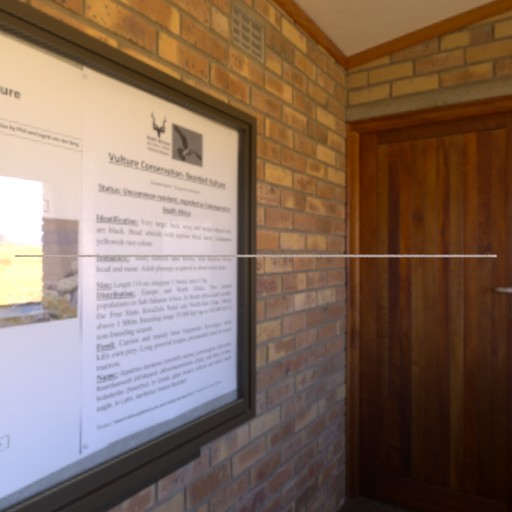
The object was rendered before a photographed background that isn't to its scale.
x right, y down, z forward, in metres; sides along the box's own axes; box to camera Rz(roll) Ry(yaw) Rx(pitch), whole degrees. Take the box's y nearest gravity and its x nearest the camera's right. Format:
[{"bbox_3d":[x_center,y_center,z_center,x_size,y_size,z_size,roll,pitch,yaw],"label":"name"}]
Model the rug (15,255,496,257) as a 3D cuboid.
[{"bbox_3d":[0.000,0.000,2.179,1.753,0.008,1.143,0,0,1],"label":"rug"}]
